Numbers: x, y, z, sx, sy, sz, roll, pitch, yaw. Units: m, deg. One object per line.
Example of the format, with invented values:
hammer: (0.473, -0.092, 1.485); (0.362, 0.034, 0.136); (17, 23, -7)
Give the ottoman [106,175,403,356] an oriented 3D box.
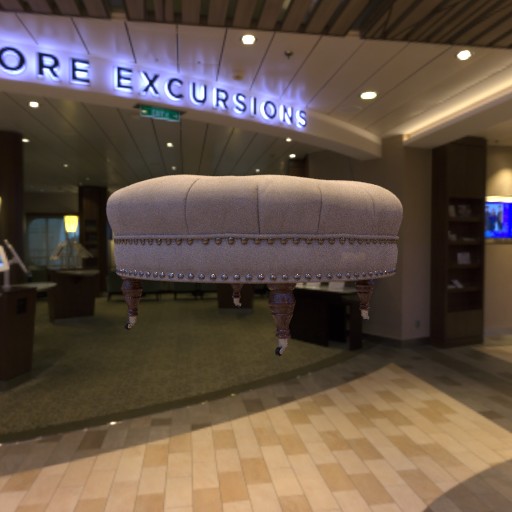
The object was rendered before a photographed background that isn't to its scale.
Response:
ottoman: (0.000, 0.000, 1.403); (0.901, 0.439, 0.901); (0, 2, 0)
